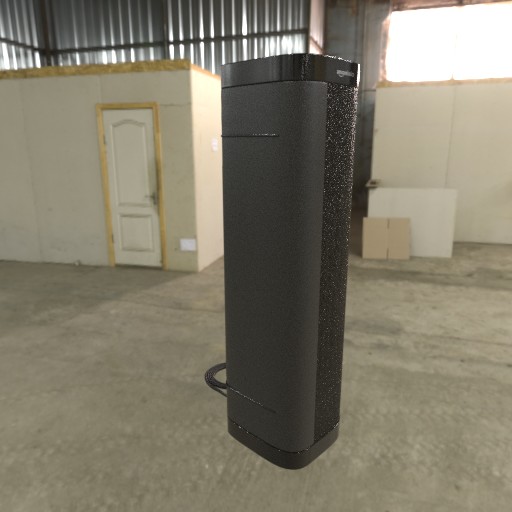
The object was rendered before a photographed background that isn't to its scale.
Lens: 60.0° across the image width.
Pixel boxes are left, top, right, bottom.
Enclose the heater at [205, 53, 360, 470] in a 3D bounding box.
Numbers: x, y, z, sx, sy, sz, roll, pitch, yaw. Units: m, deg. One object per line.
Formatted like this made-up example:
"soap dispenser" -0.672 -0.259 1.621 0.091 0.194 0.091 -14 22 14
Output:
"heater" 0.000 0.000 0.713 0.312 0.552 0.174 14 20 42
